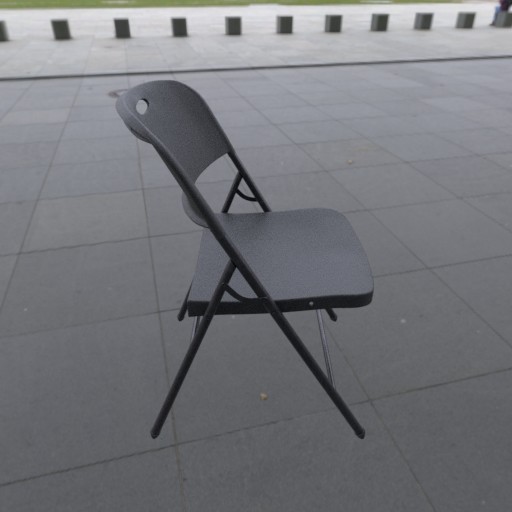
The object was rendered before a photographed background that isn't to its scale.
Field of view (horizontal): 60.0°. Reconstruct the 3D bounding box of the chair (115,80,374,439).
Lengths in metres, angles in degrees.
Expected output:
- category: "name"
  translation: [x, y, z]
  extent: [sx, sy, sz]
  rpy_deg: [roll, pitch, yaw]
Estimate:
- category: "chair"
  translation: [0.000, 0.000, 1.136]
  extent: [0.567, 0.810, 0.494]
  rpy_deg: [0, 32, 0]
